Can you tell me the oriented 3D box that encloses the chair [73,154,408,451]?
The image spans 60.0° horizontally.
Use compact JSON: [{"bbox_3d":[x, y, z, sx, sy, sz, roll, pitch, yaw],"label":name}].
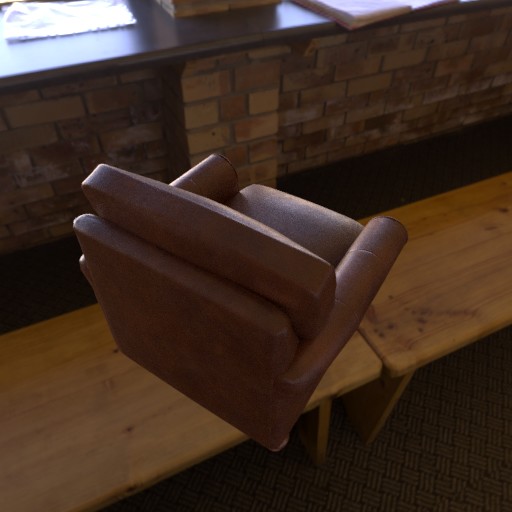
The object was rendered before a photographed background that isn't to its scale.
[{"bbox_3d":[0.000,0.000,1.763,0.989,0.972,0.992,25,50,23],"label":"chair"}]
